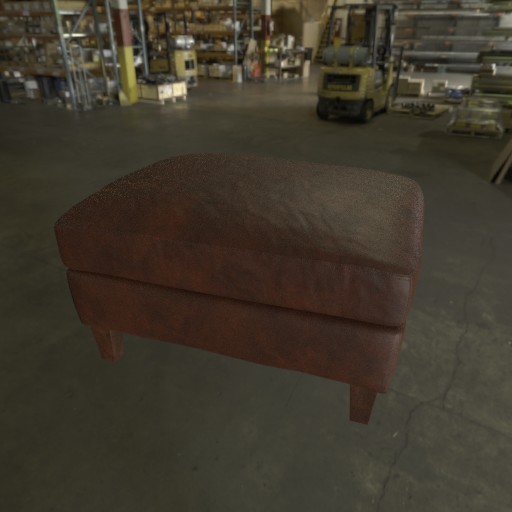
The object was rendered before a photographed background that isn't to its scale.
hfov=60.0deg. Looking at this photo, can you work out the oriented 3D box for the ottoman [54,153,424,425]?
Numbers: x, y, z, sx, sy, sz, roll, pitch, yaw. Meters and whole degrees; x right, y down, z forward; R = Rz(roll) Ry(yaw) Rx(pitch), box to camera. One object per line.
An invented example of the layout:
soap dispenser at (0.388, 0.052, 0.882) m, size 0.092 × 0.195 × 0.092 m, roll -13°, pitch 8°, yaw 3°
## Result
ottoman at (0.000, 0.000, 1.304) m, size 0.887 × 0.527 × 0.659 m, roll 9°, pitch 29°, yaw 16°
